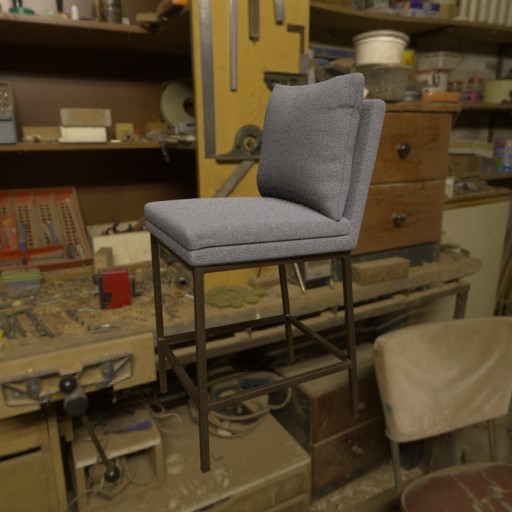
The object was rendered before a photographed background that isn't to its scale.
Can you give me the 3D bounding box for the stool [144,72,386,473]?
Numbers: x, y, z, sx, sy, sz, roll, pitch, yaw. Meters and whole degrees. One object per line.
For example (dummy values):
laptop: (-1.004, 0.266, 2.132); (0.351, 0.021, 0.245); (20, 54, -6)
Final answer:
stool: (0.000, 0.000, 1.352); (0.569, 1.031, 0.463); (-8, 17, -25)
